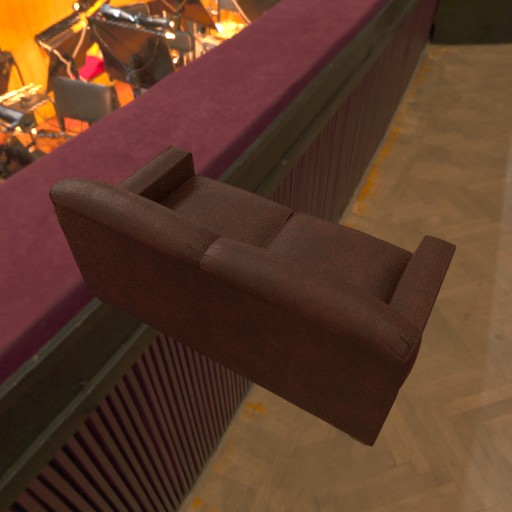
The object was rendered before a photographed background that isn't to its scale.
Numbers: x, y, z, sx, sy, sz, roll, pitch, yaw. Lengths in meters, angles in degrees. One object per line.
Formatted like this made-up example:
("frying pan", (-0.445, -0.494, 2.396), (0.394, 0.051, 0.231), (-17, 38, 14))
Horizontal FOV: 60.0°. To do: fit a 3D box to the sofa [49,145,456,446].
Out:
("sofa", (0.000, 0.000, 2.418), (1.856, 0.966, 1.000), (23, 50, 21))
